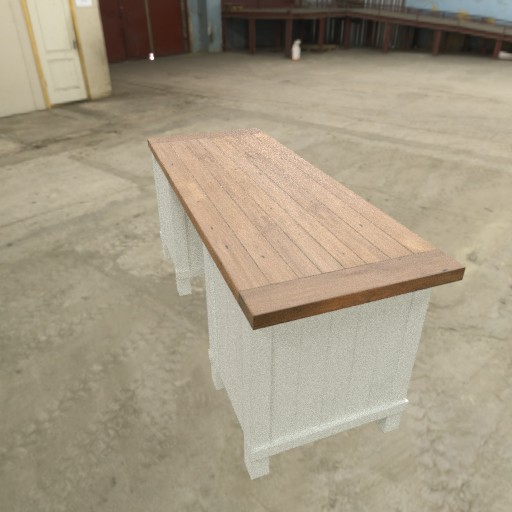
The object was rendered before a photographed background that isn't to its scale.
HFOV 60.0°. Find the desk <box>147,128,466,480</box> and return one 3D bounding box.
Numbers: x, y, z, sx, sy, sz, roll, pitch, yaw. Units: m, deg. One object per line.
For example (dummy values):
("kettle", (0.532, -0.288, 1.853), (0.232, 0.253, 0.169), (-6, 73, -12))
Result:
("desk", (0.000, 0.000, 2.165), (0.688, 0.760, 1.803), (-11, 32, -18))
